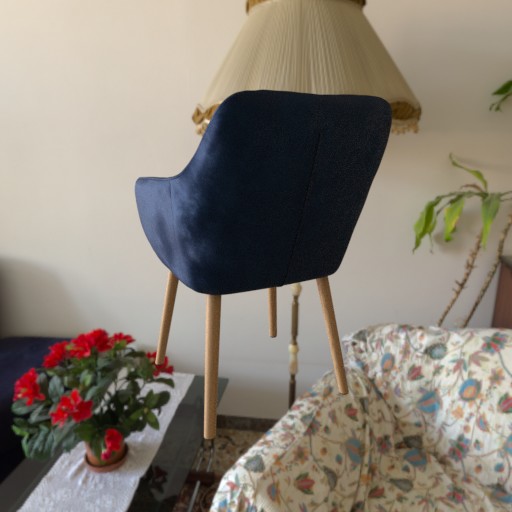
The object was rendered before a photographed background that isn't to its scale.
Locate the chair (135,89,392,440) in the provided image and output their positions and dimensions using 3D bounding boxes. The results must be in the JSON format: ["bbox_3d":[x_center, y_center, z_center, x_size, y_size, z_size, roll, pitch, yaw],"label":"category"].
[{"bbox_3d":[0.000,0.000,1.246,0.578,0.826,0.573,-8,17,-27],"label":"chair"}]
